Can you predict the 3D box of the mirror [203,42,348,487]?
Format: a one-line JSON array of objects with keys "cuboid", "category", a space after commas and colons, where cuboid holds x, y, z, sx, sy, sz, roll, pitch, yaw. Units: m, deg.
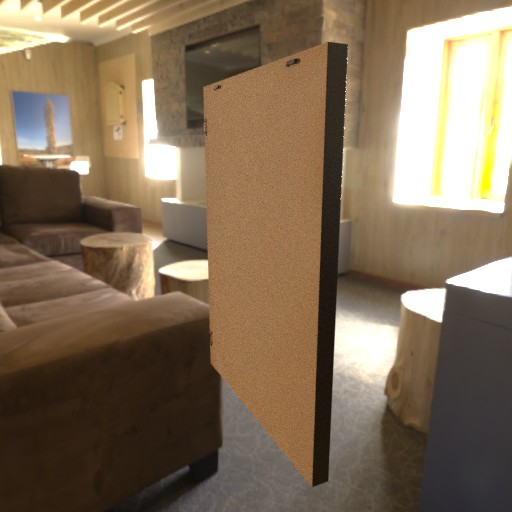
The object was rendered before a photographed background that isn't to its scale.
[{"cuboid": [0.000, 0.000, 0.911, 0.039, 0.710, 0.507, -7, 15, -25], "category": "mirror"}]
